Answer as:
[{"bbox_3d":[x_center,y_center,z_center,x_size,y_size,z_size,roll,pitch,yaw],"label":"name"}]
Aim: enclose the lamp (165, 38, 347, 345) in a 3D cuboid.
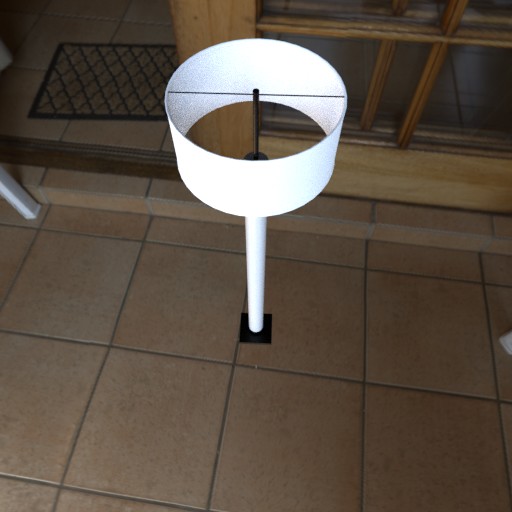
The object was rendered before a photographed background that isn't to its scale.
[{"bbox_3d":[0.000,0.000,1.645,0.420,1.475,0.420,2,59,1],"label":"lamp"}]
